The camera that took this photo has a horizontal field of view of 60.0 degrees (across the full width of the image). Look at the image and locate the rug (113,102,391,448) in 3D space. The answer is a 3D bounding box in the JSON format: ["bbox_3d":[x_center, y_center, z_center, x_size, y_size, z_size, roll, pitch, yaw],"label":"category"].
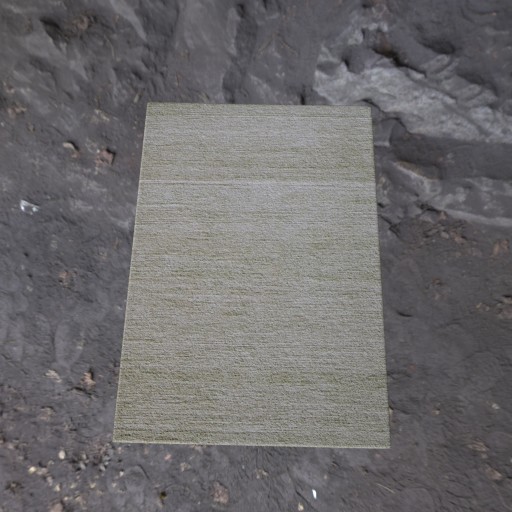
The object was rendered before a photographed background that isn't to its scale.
[{"bbox_3d":[0.000,0.000,2.865,1.606,0.017,2.270,1,74,0],"label":"rug"}]
